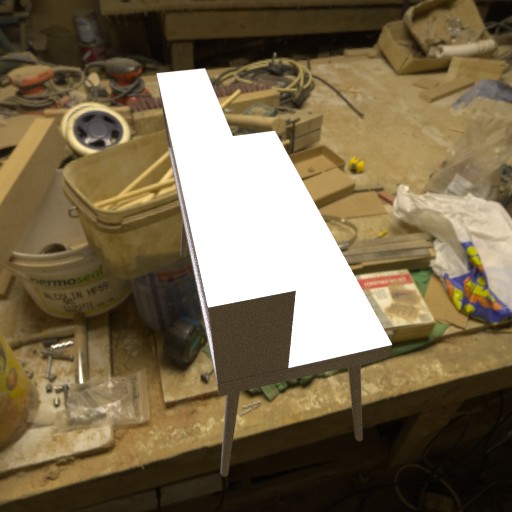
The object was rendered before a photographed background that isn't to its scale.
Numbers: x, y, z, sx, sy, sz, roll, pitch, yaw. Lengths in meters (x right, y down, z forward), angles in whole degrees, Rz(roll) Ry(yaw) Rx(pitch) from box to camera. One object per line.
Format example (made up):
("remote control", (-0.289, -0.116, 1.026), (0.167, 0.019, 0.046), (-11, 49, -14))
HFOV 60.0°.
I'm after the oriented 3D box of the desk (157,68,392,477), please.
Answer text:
("desk", (0.000, 0.000, 1.724), (0.559, 0.990, 1.199), (-10, 46, -10))
